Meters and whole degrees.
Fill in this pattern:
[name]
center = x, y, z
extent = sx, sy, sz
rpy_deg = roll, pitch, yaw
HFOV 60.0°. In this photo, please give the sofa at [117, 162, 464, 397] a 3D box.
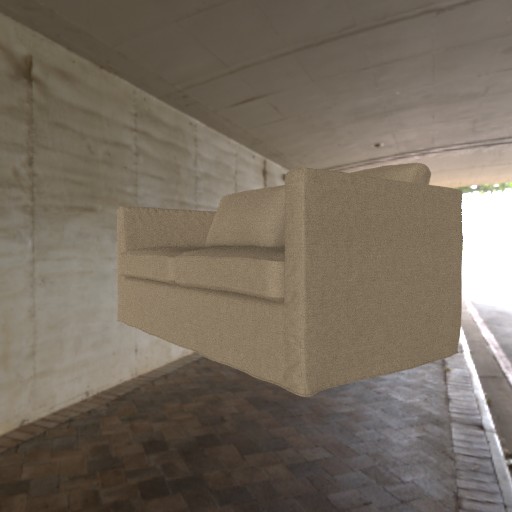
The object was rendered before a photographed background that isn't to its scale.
[sofa]
center = 0.000, 0.000, 2.318
extent = 0.956, 0.828, 1.766
rpy_deg = -1, 1, -36
